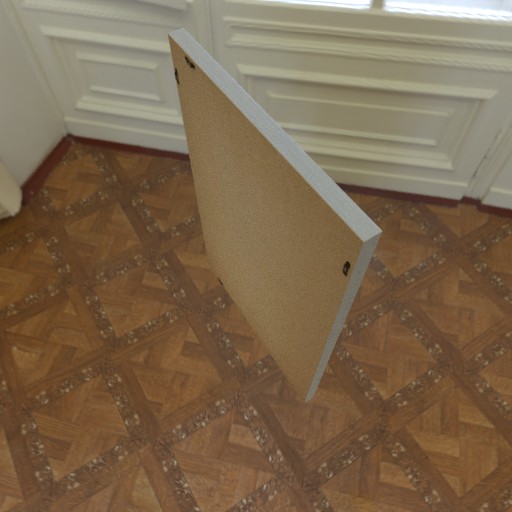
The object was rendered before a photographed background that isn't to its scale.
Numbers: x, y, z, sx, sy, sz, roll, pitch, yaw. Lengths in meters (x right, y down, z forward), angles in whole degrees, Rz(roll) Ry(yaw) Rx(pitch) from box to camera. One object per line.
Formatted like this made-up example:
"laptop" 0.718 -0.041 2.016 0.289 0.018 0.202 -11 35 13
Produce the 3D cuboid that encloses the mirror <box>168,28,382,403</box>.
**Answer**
"mirror" 0.000 0.000 1.156 0.040 0.915 0.609 -29 62 -17
